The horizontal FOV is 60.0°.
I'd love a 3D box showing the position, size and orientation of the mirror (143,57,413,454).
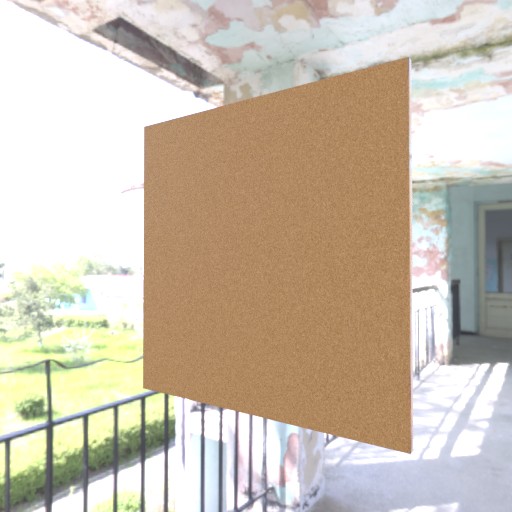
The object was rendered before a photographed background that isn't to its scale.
[{"bbox_3d":[0.000,0.000,1.153,0.804,0.804,0.061,-1,-1,35],"label":"mirror"}]
